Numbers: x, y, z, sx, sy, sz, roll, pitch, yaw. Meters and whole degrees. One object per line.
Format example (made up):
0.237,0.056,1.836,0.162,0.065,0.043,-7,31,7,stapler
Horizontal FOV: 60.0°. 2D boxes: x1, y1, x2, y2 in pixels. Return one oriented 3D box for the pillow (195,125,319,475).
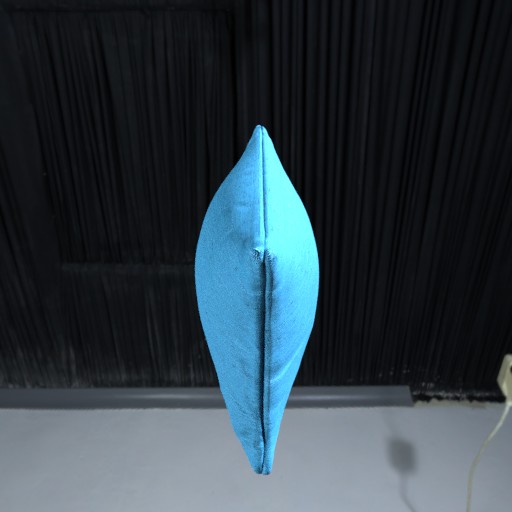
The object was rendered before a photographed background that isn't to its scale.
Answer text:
0.000,0.000,0.793,0.210,0.338,0.633,0,28,0,pillow
